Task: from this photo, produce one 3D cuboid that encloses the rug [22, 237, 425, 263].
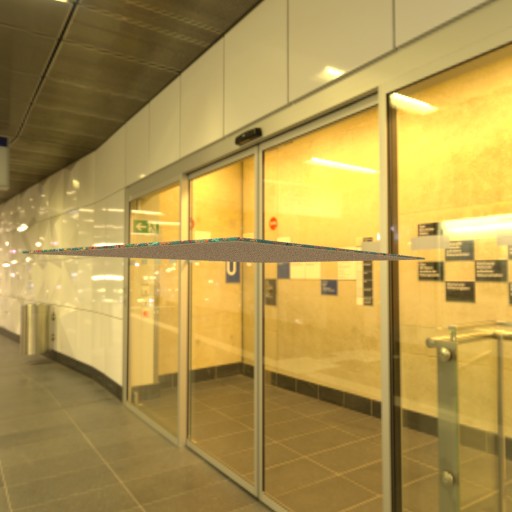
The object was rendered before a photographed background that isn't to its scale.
[{"bbox_3d":[0.000,0.000,2.913,1.527,0.016,2.290,-2,-3,36],"label":"rug"}]
